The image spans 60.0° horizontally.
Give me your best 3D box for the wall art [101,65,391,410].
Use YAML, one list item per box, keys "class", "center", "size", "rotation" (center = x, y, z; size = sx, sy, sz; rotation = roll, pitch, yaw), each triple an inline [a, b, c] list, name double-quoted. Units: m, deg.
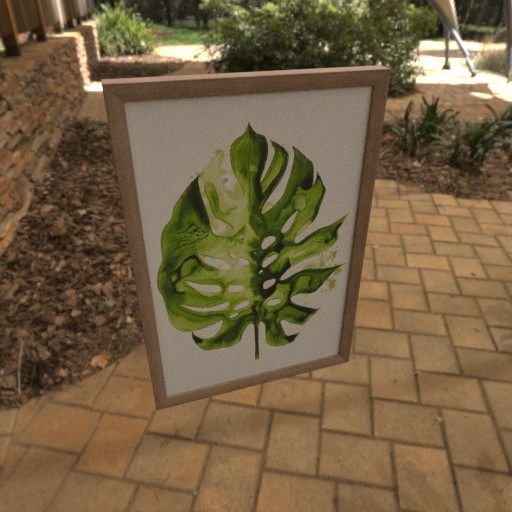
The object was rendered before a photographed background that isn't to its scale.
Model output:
- class: "wall art"
  center: [0.000, 0.000, 0.661]
  size: [0.356, 0.509, 0.031]
  rotation: [-10, 32, -16]
